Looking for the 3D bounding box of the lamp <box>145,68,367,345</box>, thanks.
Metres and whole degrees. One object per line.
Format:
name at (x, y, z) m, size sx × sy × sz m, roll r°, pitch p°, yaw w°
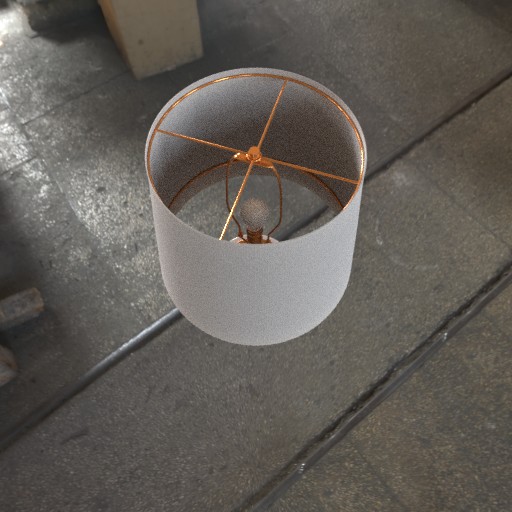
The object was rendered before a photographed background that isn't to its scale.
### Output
lamp at (0.000, 0.000, 0.451) m, size 0.189 × 0.340 × 0.189 m, roll 0°, pitch 64°, yaw 0°
